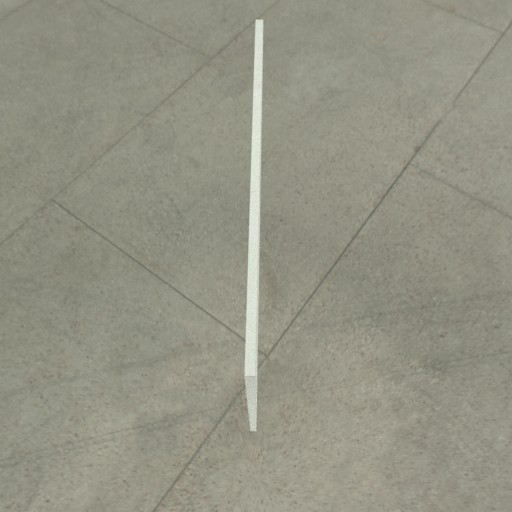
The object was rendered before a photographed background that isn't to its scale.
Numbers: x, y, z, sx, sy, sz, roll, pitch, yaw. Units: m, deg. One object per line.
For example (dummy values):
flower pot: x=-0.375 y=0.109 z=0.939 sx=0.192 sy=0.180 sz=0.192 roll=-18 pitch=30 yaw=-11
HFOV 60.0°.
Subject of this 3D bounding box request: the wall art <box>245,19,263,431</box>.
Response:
wall art: x=0.000 y=0.000 z=0.867 sx=0.013 sy=0.584 sz=0.584 roll=1 pitch=63 yaw=1
